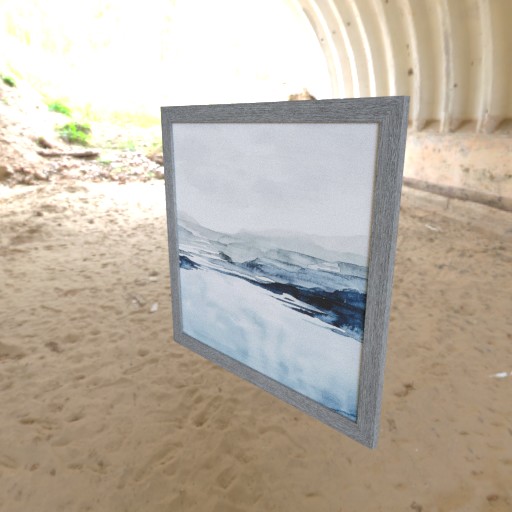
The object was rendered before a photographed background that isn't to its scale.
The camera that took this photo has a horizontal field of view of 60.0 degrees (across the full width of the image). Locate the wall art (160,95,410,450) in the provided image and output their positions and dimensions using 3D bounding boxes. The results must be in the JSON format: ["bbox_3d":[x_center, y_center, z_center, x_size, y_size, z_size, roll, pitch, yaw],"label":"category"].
[{"bbox_3d":[0.000,0.000,1.045,0.685,0.685,0.020,15,23,42],"label":"wall art"}]
